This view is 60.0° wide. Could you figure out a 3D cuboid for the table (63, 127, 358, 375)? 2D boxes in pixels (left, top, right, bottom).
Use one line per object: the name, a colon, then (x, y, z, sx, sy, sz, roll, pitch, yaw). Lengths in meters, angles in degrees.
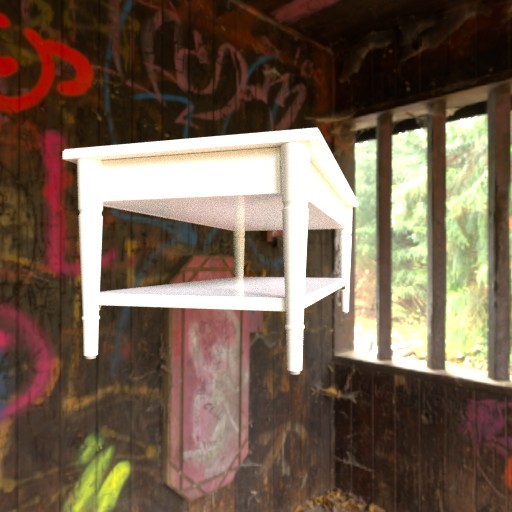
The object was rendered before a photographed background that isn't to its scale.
table: (0.000, 0.000, 1.393, 0.559, 0.457, 1.067, 0, -1, 17)
